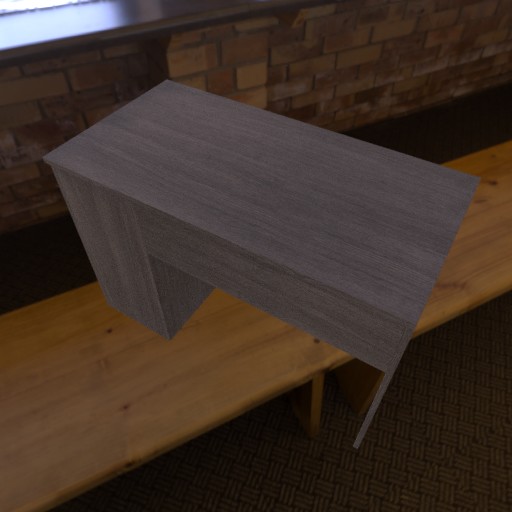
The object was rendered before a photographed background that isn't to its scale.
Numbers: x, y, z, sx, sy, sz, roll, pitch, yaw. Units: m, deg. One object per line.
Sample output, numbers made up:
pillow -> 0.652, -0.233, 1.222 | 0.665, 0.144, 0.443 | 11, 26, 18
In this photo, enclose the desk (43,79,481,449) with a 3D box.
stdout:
desk -> 0.000, 0.000, 1.511 | 1.097, 0.735, 0.560 | 24, 52, 21
